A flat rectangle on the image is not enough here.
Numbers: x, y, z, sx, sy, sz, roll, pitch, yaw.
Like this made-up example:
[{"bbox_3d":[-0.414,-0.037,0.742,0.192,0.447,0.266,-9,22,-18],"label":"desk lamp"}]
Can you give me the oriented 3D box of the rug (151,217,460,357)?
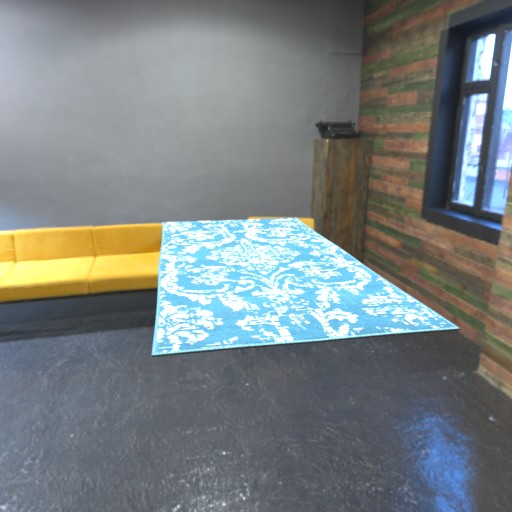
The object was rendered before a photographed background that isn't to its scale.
[{"bbox_3d":[0.000,0.000,1.409,0.604,0.007,1.219,-3,16,-10],"label":"rug"}]
